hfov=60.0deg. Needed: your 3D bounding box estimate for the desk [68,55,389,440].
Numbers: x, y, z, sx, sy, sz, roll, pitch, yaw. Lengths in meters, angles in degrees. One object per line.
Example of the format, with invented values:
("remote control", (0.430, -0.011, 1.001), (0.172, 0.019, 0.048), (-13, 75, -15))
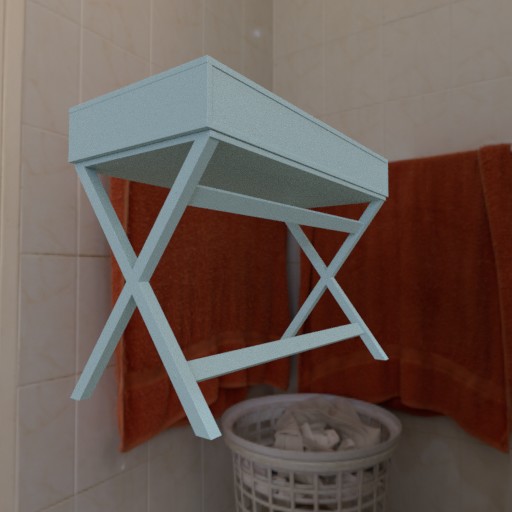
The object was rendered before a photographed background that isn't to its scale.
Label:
("desk", (0.000, 0.000, 1.471), (0.525, 0.780, 1.057), (-1, -2, 36))
